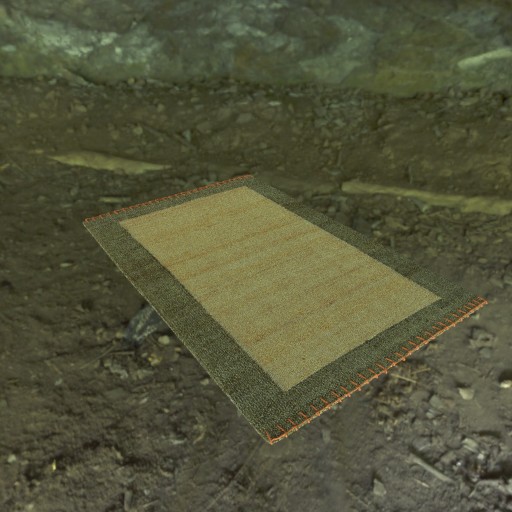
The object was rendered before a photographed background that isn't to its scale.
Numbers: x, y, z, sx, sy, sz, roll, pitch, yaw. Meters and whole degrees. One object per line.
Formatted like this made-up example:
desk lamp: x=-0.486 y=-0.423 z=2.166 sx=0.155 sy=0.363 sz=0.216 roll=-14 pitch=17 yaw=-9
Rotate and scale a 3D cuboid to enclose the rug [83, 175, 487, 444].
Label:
rug: x=0.000 y=0.000 z=2.274 sx=1.220 sy=0.019 sz=1.838 roll=-21 pitch=38 yaw=-30
